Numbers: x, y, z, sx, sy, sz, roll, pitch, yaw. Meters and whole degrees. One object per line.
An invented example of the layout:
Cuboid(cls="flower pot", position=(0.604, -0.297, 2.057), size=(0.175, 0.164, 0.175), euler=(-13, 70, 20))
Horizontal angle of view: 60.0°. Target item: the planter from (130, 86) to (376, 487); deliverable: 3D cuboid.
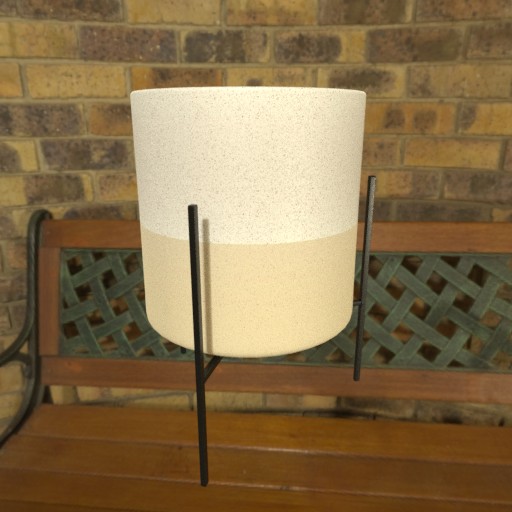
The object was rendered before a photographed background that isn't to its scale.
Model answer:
Cuboid(cls="planter", position=(0.000, 0.000, 0.526), size=(0.267, 0.362, 0.263), euler=(-8, 19, -24))
